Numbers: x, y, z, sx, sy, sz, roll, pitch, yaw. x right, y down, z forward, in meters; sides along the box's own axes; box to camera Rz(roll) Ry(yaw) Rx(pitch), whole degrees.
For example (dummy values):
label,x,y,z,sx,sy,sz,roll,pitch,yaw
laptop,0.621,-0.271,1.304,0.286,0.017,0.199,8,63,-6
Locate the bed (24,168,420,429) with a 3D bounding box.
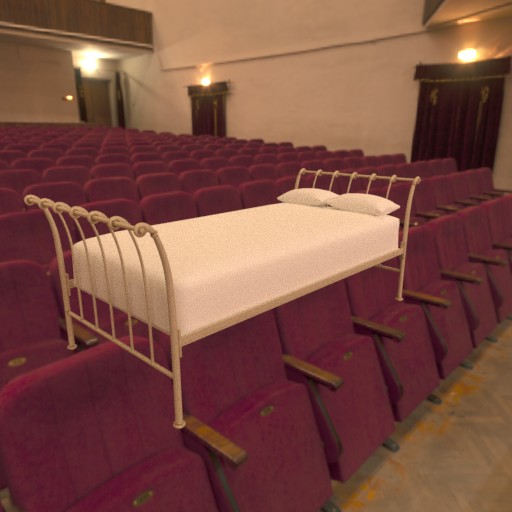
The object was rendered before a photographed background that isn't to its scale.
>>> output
label,x,y,z,sx,sy,sz,roll,pitch,yaw
bed,0.000,0.000,2.710,1.032,0.873,2.228,15,21,42
